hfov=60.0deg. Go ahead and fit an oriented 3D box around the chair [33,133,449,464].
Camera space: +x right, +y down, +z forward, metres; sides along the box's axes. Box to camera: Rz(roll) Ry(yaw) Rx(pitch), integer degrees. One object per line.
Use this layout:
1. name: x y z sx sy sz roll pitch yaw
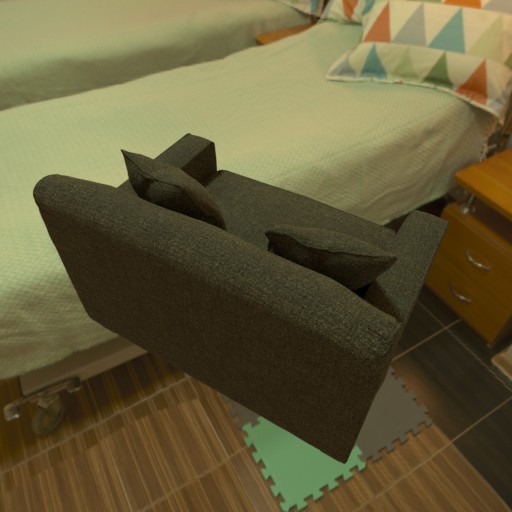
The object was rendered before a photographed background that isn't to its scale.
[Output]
1. chair: 0.000 0.000 1.966 1.383 0.948 1.000 23 51 20
